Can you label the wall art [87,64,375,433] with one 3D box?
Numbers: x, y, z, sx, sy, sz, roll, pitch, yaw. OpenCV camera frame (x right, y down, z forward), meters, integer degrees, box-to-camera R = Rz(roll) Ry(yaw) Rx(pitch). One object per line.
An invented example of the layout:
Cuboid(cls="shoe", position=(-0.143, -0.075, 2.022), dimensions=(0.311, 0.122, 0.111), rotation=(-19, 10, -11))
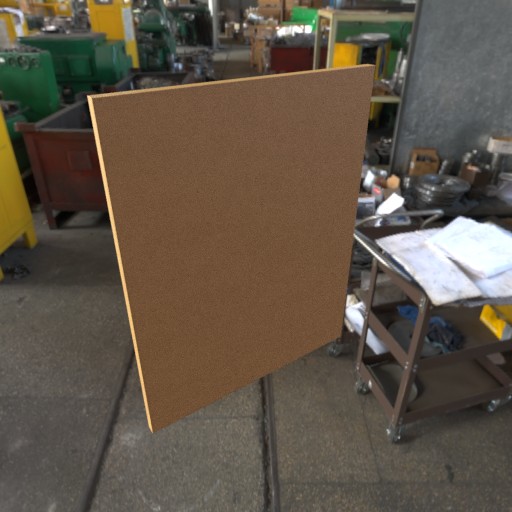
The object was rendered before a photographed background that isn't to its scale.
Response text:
Cuboid(cls="wall art", position=(0.000, 0.000, 1.327), dimensions=(0.798, 1.002, 0.030), rotation=(-19, 36, -29))
